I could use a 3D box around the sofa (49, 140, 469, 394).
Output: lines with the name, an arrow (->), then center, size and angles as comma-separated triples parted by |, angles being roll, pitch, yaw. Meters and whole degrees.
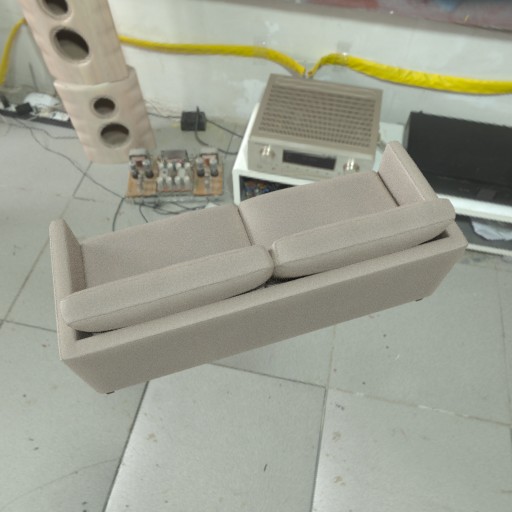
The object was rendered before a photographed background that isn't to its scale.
sofa -> 0.000, 0.000, 2.862 | 2.361, 0.968, 0.951 | -15, 59, -9
